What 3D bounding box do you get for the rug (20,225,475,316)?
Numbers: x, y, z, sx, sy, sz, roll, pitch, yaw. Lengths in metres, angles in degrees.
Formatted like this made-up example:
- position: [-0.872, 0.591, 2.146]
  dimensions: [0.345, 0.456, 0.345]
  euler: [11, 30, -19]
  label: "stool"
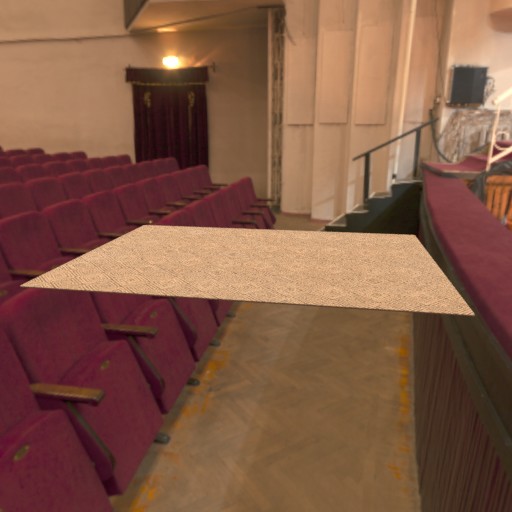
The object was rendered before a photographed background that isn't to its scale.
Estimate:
- position: [0.000, 0.000, 2.892]
  dimensions: [2.238, 0.008, 1.593]
  euler: [3, 16, 9]
  label: "rug"
